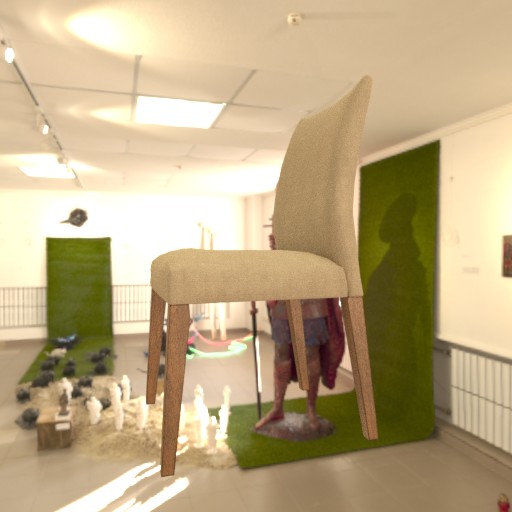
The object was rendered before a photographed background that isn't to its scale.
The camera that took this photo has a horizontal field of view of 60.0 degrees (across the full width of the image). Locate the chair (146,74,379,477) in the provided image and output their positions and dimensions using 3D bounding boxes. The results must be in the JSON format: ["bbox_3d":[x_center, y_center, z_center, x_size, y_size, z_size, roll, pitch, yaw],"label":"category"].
[{"bbox_3d":[0.000,0.000,1.270,0.585,0.940,0.496,0,1,-18],"label":"chair"}]
